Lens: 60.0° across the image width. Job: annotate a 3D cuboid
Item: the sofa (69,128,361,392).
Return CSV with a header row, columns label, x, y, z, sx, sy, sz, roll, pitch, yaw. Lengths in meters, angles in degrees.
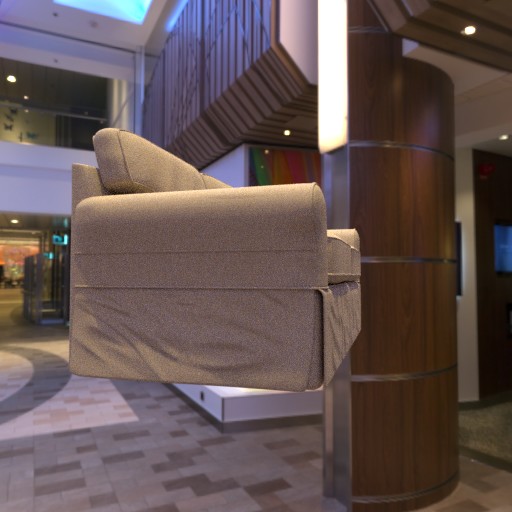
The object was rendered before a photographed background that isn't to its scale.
label,x,y,z,sx,sy,sz,roll,pitch,yaw
sofa,0.000,0.000,2.315,0.991,0.940,1.727,-1,-3,17
